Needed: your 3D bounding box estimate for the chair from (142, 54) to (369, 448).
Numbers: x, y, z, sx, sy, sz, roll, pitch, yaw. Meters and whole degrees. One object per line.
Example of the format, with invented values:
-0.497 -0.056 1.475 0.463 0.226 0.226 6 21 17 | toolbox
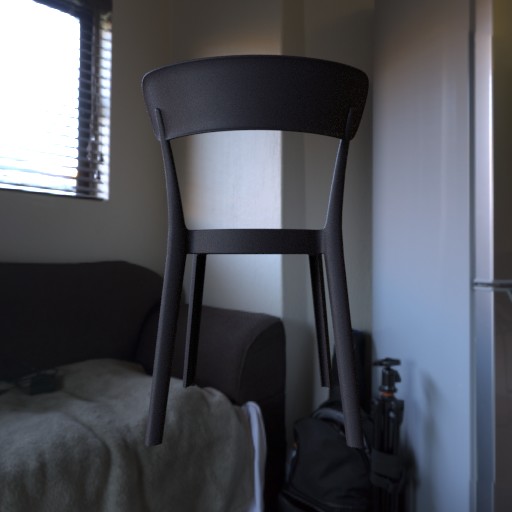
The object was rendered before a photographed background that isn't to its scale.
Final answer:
0.000 0.000 1.104 0.506 0.790 0.491 0 0 1 | chair
